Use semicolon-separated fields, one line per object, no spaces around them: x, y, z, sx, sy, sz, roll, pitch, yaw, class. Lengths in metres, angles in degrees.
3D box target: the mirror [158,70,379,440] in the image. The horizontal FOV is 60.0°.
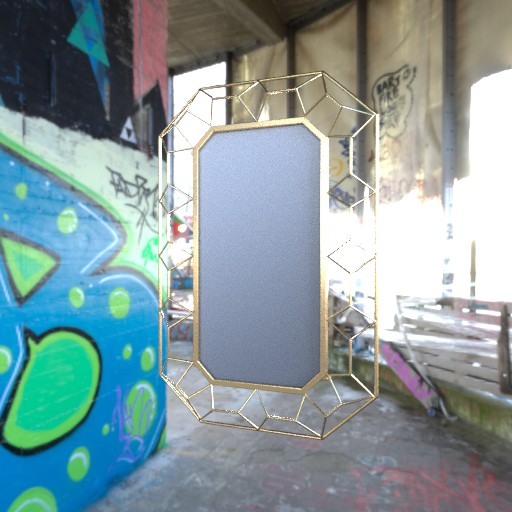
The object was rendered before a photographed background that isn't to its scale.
0.000;0.000;1.077;0.572;0.870;0.051;0;1;20;mirror
